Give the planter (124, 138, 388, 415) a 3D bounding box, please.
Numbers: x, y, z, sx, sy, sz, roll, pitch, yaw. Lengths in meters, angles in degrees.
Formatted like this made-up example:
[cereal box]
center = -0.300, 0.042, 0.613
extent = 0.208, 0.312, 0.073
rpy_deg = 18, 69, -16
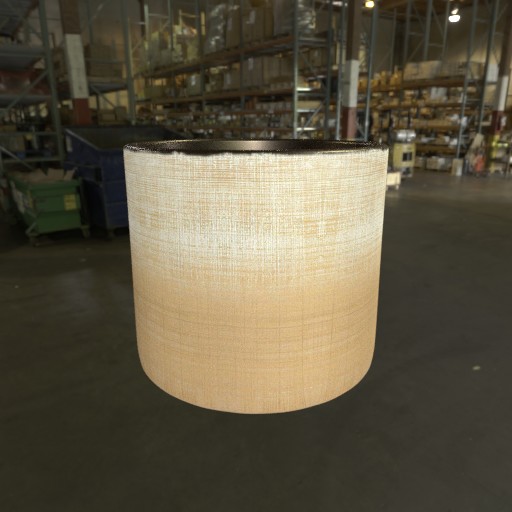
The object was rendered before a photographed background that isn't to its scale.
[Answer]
[planter]
center = 0.000, 0.000, 0.405
extent = 0.221, 0.201, 0.221
rpy_deg = 0, 17, 0
